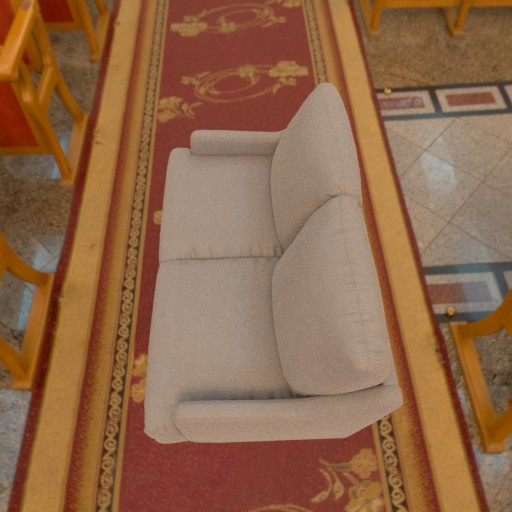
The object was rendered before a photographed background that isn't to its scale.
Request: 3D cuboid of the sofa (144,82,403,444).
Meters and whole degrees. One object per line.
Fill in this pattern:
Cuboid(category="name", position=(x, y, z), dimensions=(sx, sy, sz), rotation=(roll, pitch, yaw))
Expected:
Cuboid(category="sofa", position=(0.000, 0.000, 2.142), dimensions=(0.987, 0.921, 1.589), rotation=(-2, 58, -1))
